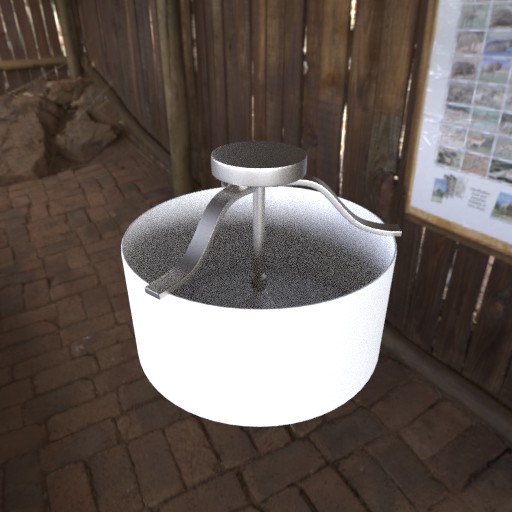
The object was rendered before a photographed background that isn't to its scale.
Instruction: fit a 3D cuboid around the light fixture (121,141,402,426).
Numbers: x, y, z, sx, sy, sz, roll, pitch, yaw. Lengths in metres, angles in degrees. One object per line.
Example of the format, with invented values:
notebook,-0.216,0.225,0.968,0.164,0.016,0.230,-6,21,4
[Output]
light fixture,0.000,0.000,0.650,0.395,0.304,0.395,0,29,0
